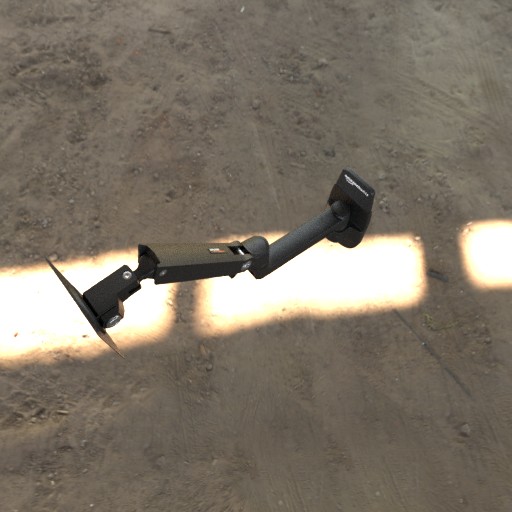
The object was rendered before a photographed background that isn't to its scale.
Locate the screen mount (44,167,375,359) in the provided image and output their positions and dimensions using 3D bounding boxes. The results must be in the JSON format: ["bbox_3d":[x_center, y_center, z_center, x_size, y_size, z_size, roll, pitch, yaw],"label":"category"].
[{"bbox_3d":[0.000,0.000,0.730,0.495,0.466,0.115,-37,69,-16],"label":"screen mount"}]
